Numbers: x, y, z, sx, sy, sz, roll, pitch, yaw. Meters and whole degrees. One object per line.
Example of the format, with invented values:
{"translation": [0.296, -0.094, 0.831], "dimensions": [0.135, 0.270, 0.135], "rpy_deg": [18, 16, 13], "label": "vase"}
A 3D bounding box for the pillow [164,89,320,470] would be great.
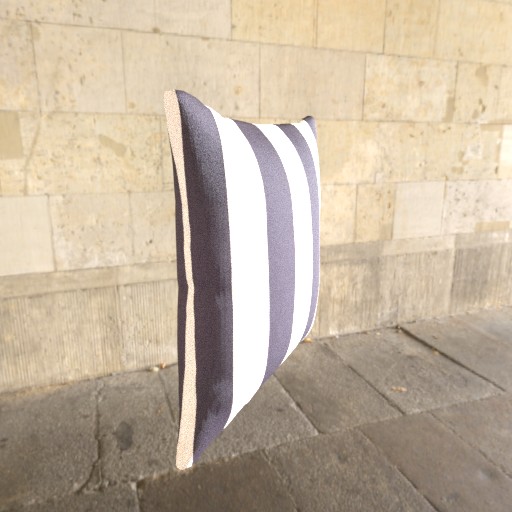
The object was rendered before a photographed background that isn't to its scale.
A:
{"translation": [0.000, 0.000, 0.816], "dimensions": [0.189, 0.526, 0.536], "rpy_deg": [6, 15, 24], "label": "pillow"}
